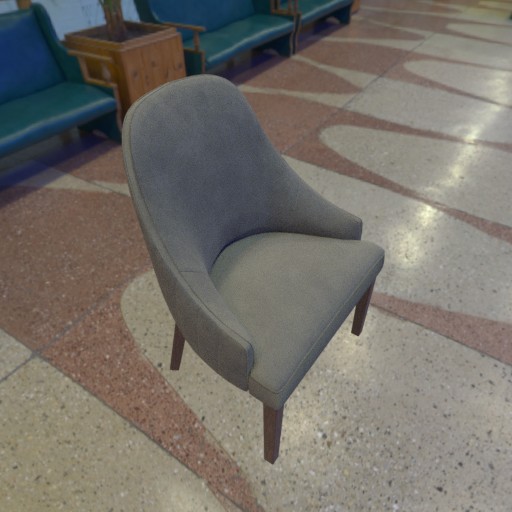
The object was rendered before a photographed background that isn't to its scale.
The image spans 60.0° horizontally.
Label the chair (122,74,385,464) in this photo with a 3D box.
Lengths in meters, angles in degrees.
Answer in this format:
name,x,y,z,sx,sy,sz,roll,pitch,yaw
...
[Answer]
name,x,y,z,sx,sy,sz,roll,pitch,yaw
chair,0.000,0.000,1.289,0.575,0.889,0.643,24,46,26
